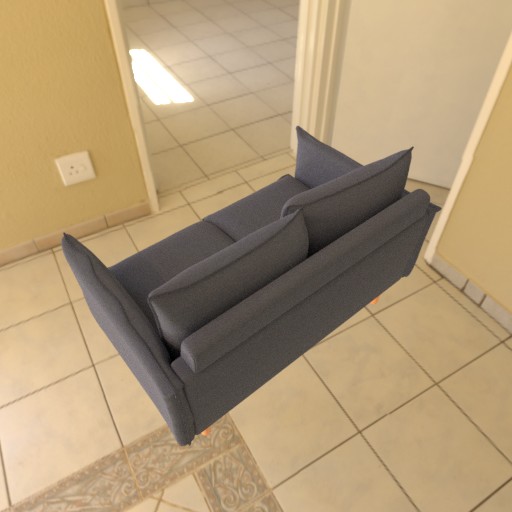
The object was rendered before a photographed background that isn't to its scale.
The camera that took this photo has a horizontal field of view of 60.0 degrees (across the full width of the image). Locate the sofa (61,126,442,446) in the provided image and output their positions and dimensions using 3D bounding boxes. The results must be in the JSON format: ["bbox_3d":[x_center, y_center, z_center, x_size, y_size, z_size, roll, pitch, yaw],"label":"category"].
[{"bbox_3d":[0.000,0.000,1.854,1.300,0.840,0.820,-31,54,-26],"label":"sofa"}]
